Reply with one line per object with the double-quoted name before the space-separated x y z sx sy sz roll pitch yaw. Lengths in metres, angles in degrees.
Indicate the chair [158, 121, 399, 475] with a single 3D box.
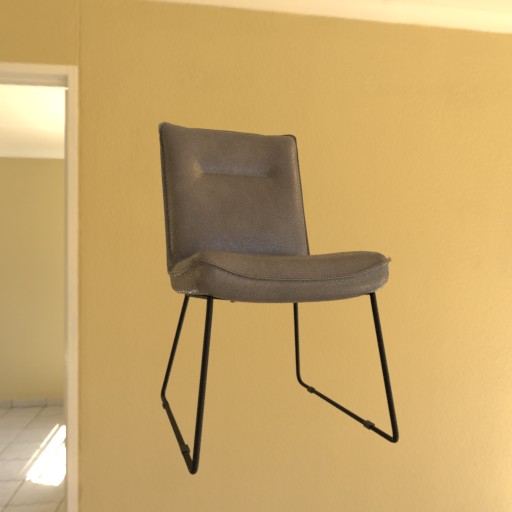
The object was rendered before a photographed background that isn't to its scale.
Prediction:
"chair" 0.000 0.000 1.320 0.515 0.932 0.688 0 -1 -19
